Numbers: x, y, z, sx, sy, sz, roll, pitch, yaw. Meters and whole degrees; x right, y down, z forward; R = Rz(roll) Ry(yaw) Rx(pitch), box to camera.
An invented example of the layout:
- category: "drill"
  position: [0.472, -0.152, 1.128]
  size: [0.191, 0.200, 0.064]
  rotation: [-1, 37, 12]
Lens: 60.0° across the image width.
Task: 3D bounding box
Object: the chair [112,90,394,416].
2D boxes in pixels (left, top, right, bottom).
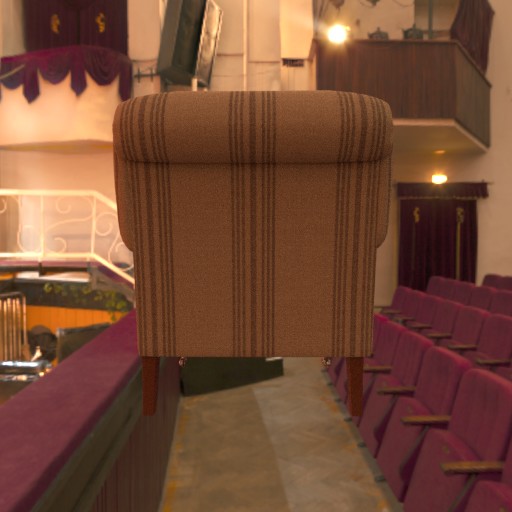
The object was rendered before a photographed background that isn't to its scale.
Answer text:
- category: "chair"
  position: [0.000, 0.000, 1.593]
  size: [0.813, 0.940, 0.914]
  rotation: [0, 2, 1]
